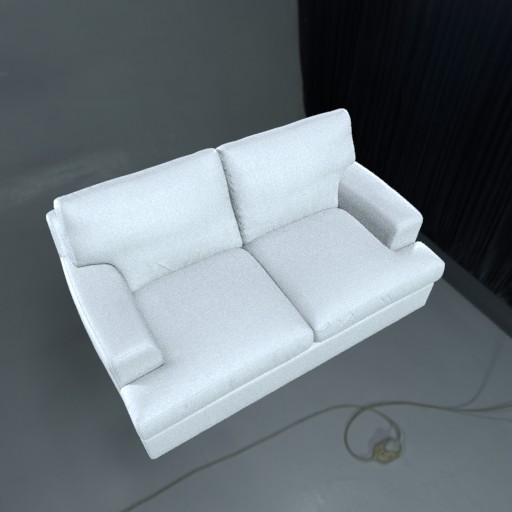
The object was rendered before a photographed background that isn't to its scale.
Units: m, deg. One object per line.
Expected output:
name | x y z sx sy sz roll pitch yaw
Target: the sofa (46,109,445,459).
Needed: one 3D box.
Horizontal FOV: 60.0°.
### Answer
sofa | 0.000 0.000 2.432 1.880 0.940 1.143 -23 50 -21
